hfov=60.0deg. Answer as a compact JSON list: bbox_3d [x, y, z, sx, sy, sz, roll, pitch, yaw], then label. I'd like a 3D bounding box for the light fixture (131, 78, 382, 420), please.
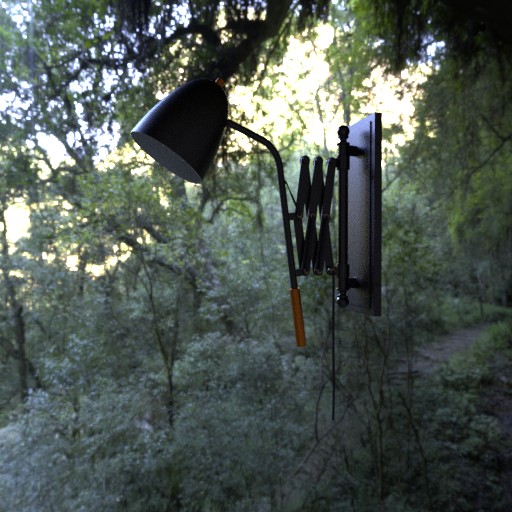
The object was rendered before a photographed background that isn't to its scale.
[{"bbox_3d":[0.000,0.000,0.919,0.499,0.715,0.162,0,1,-17],"label":"light fixture"}]
